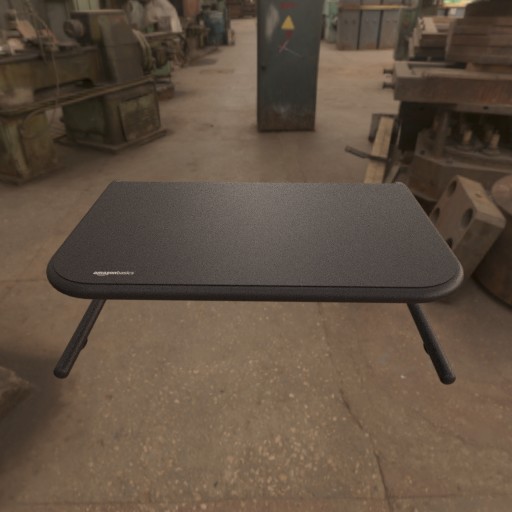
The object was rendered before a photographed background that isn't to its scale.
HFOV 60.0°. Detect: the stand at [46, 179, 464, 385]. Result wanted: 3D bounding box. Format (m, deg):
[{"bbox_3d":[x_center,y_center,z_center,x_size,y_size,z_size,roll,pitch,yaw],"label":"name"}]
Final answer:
[{"bbox_3d":[0.000,0.000,0.499,0.370,0.108,0.280,1,31,1],"label":"stand"}]
